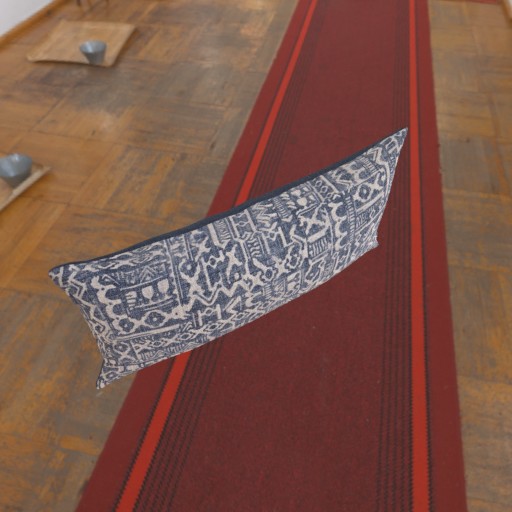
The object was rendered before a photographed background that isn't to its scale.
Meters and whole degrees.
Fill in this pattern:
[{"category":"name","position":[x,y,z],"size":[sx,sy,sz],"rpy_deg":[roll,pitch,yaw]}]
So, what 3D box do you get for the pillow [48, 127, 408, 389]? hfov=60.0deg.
[{"category":"pillow","position":[0.000,0.000,0.751],"size":[0.631,0.292,0.148],"rpy_deg":[-25,52,-21]}]
